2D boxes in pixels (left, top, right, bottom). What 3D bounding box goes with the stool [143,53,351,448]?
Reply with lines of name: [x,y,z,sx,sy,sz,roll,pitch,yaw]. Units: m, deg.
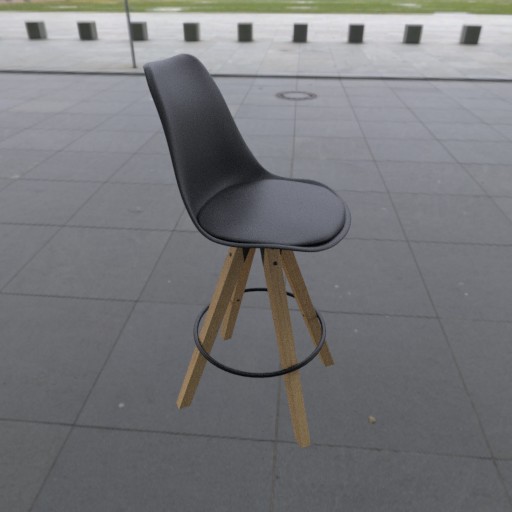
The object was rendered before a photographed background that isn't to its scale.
stool: [0.000,0.000,1.383,0.550,1.115,0.485,11,33,17]
